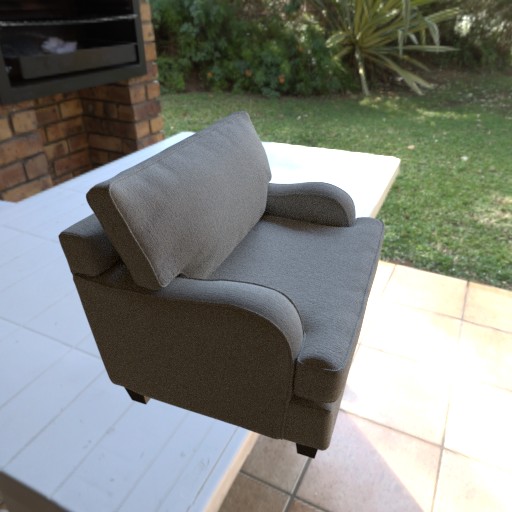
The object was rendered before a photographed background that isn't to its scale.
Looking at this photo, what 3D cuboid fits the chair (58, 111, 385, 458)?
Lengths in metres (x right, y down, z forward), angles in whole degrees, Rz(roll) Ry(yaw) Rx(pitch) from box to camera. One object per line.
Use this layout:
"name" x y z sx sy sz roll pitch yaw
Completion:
"chair" 0.000 0.000 2.004 1.041 1.016 1.220 11 32 18
